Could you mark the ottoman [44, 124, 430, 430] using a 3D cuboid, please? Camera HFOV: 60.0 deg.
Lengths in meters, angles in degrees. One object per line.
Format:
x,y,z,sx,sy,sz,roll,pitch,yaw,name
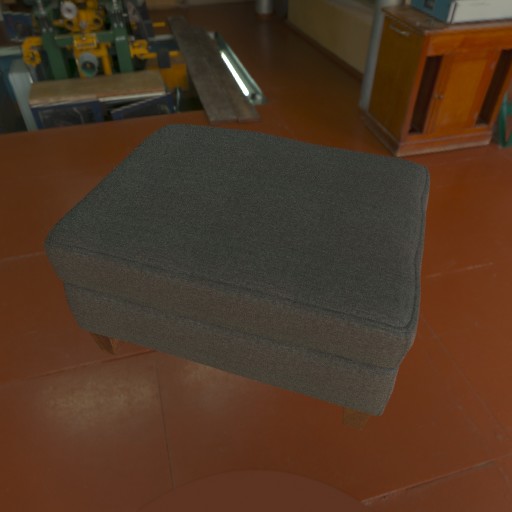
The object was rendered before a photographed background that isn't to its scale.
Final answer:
0.000,0.000,1.225,0.826,0.496,0.639,13,44,13,ottoman
